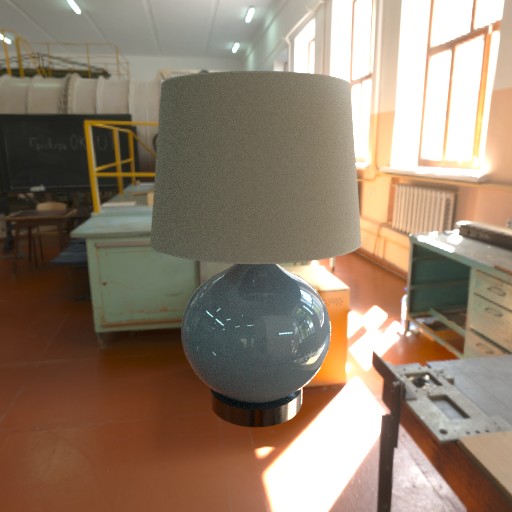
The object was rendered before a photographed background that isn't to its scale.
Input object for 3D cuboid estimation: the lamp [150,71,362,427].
[{"bbox_3d":[0.000,0.000,0.536,0.247,0.387,0.247,0,14,0],"label":"lamp"}]
